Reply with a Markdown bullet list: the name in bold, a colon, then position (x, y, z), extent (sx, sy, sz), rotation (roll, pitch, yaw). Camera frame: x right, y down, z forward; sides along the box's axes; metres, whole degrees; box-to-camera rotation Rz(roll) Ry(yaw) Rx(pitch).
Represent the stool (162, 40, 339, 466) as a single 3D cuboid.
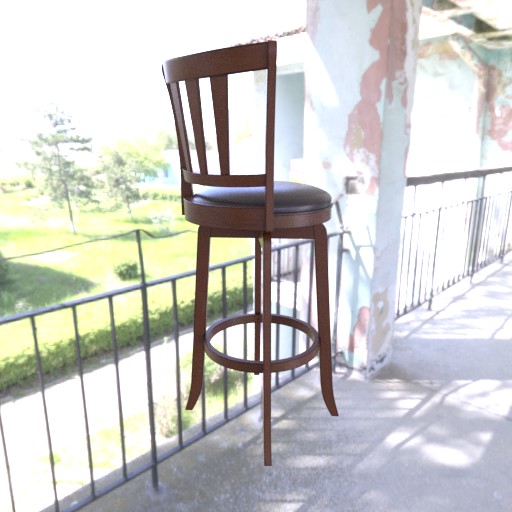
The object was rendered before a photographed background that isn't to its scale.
- **stool**: position (0.000, 0.000, 1.435), extent (0.503, 1.177, 0.464), rotation (-15, 21, -43)
